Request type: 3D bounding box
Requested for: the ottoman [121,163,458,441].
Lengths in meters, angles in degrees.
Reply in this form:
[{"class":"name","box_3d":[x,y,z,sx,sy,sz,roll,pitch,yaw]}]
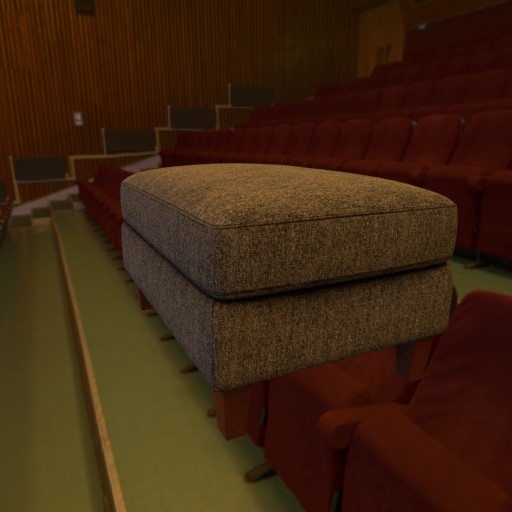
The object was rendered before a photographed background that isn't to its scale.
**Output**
[{"class":"ottoman","box_3d":[0.000,0.000,1.222,0.584,0.483,0.864,-7,17,-25]}]
